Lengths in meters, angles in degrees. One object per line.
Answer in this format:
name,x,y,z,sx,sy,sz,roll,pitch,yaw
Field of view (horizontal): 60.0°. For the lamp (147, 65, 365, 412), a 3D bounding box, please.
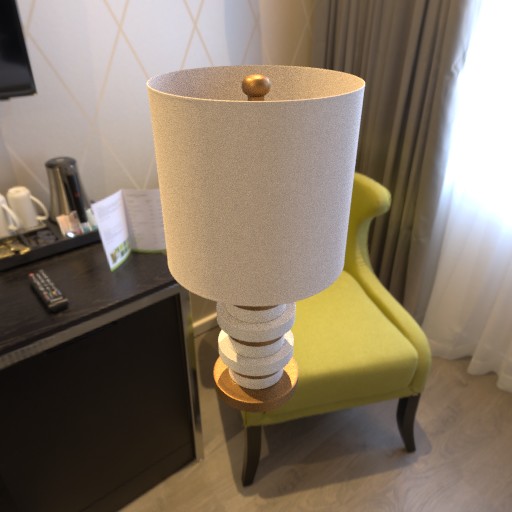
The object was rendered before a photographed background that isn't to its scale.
lamp,0.000,0.000,0.536,0.210,0.410,0.210,11,32,17
